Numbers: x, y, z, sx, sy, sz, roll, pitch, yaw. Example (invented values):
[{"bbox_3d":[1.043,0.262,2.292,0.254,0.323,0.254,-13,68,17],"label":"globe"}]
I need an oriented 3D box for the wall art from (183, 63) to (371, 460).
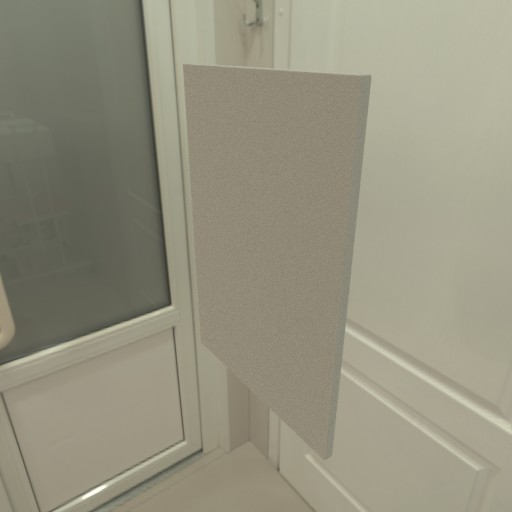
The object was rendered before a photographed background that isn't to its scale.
[{"bbox_3d":[0.000,0.000,1.511,0.038,1.183,0.808,-18,31,-33],"label":"wall art"}]
